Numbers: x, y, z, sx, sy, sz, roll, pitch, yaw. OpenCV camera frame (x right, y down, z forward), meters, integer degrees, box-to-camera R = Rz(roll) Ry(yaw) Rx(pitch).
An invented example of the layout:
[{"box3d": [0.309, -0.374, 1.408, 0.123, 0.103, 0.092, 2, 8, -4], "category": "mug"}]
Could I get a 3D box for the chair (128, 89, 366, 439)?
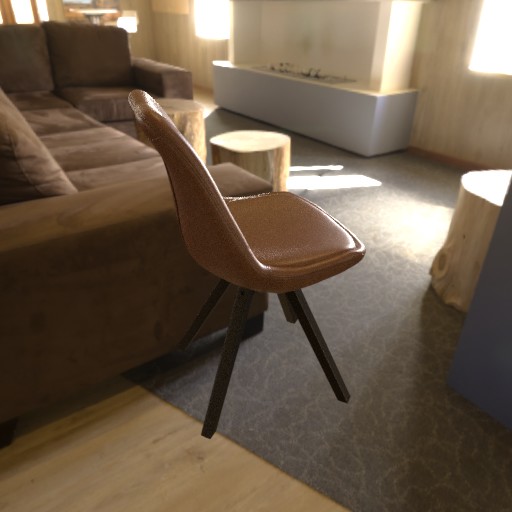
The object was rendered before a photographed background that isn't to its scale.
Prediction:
[{"box3d": [0.000, 0.000, 1.209, 0.550, 0.850, 0.475, -10, 31, -16], "category": "chair"}]
